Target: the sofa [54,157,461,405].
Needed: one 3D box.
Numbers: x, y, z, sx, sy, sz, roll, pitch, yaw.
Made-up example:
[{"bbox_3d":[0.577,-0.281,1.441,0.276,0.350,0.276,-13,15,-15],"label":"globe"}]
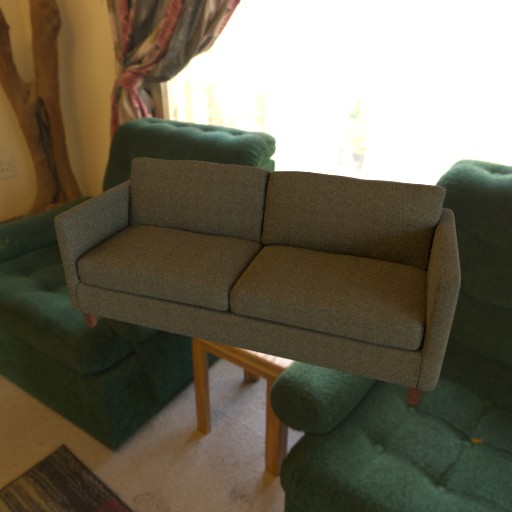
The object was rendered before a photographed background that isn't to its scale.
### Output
[{"bbox_3d":[0.000,0.000,2.722,2.208,0.965,0.948,9,28,17],"label":"sofa"}]
